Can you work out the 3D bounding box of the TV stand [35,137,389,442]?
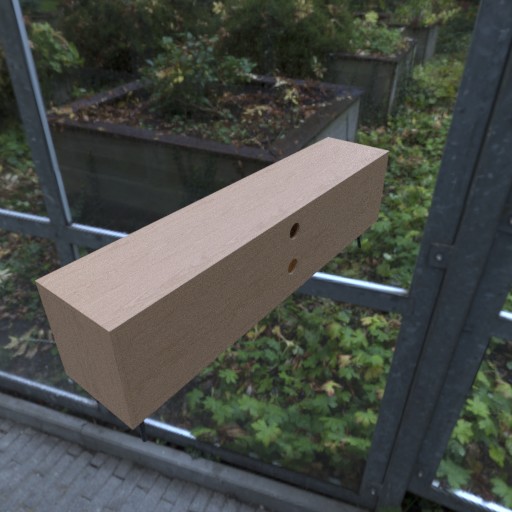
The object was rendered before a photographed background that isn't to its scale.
[{"bbox_3d":[0.000,0.000,2.009,0.400,0.580,1.760,23,39,31],"label":"TV stand"}]
